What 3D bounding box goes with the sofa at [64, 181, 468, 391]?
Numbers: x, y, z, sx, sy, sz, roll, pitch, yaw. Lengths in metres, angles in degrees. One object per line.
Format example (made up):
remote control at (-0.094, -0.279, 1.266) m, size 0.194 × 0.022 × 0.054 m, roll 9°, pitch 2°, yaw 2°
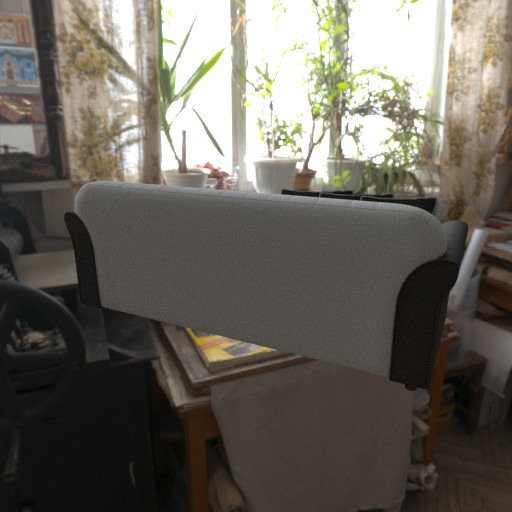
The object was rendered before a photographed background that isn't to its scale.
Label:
sofa at (0.000, 0.000, 2.381) m, size 2.001 × 0.787 × 0.755 m, roll 8°, pitch 19°, yaw 26°
